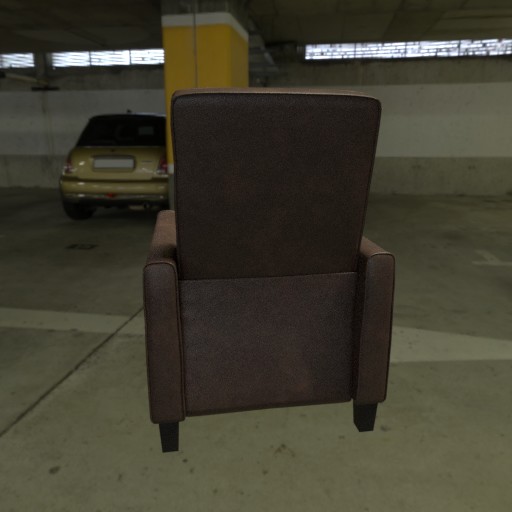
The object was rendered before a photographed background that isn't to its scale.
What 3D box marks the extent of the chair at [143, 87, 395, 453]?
[{"bbox_3d":[0.000,0.000,1.513,0.705,1.013,0.746,-2,15,-9],"label":"chair"}]
